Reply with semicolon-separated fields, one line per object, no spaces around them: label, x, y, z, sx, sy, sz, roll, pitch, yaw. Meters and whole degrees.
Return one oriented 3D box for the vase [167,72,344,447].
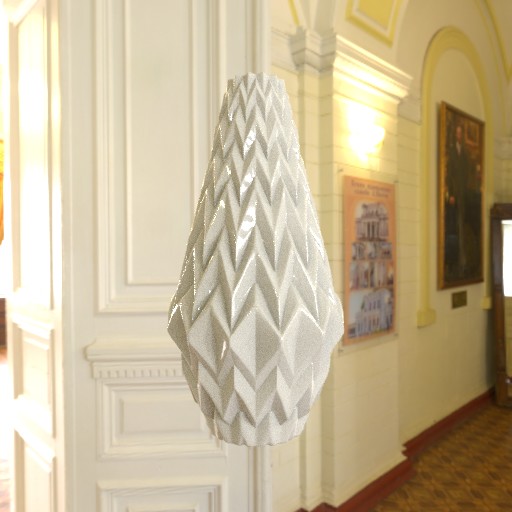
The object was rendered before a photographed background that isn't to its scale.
vase;0.000;0.000;0.424;0.167;0.328;0.167;0;1;0
